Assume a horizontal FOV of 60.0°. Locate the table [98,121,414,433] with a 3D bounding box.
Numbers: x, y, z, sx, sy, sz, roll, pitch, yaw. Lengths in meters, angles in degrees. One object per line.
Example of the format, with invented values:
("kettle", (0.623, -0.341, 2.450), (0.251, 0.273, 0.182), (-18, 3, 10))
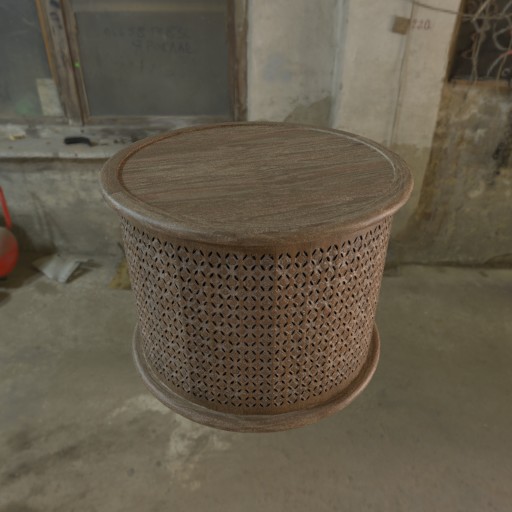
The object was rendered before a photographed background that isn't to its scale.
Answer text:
("table", (0.000, 0.000, 1.004), (0.607, 0.450, 0.607), (0, 32, 0))
